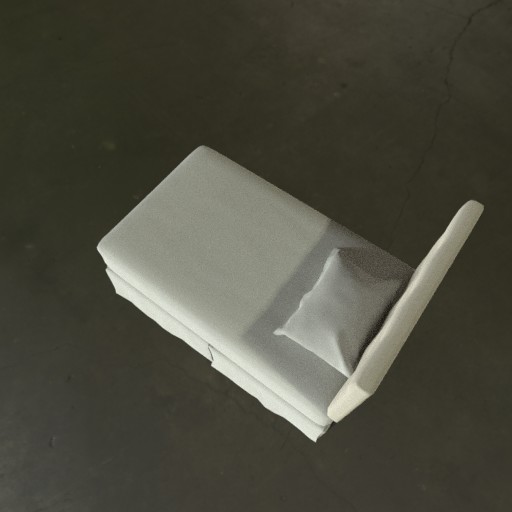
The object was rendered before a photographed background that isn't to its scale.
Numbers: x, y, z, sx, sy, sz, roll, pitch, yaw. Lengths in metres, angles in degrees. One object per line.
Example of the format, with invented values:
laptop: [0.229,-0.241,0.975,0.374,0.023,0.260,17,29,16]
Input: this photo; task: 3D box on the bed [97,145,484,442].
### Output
bed: [0.000,0.000,2.919,1.997,1.571,1.261,33,67,16]
